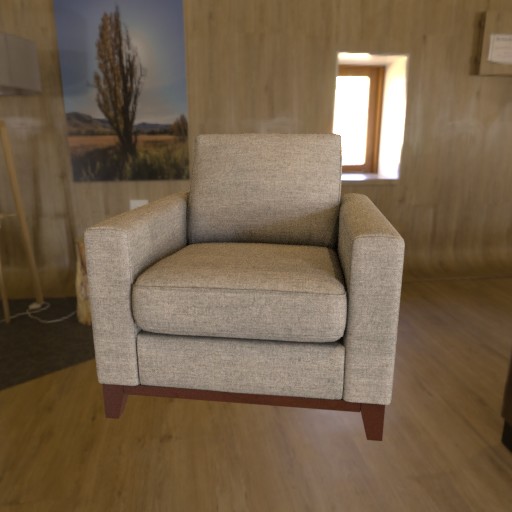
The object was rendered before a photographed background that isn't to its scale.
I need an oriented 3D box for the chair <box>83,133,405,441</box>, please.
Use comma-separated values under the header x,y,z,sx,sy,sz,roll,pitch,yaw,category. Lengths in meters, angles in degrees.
x,y,z,sx,sy,sz,roll,pitch,yaw,category
0.000,0.000,1.875,1.024,1.010,1.038,2,15,7,chair
